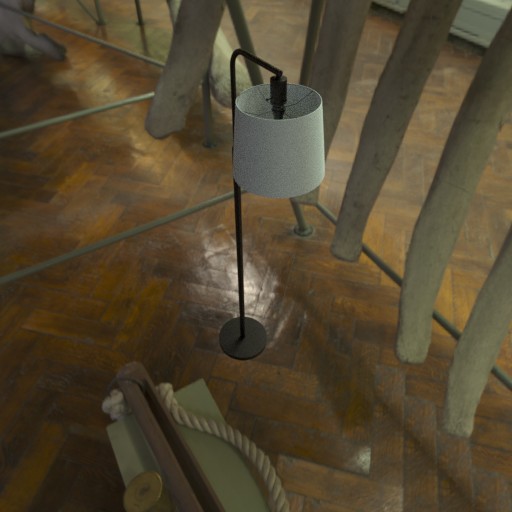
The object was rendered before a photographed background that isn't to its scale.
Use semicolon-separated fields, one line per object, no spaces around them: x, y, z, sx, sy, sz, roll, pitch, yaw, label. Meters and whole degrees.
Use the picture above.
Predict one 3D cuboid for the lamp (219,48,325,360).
0.000;0.000;1.647;0.254;1.478;0.508;-23;51;-20;lamp
